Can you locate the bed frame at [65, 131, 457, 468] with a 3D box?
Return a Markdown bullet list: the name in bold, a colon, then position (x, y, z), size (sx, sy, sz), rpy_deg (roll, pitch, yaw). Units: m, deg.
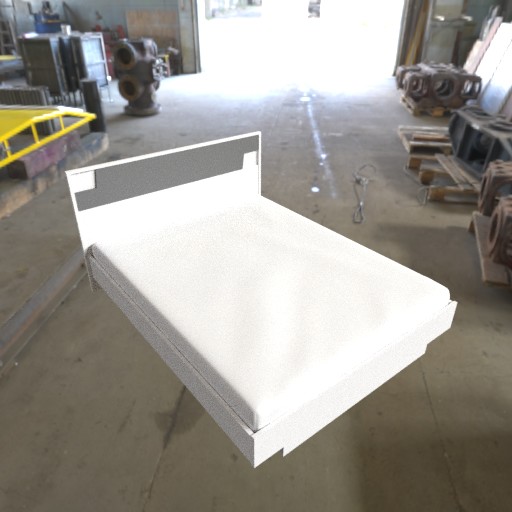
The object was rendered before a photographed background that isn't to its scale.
- **bed frame**: position (0.000, 0.000, 3.053), size (1.711, 1.001, 2.100), rpy_deg (-22, 37, -32)
